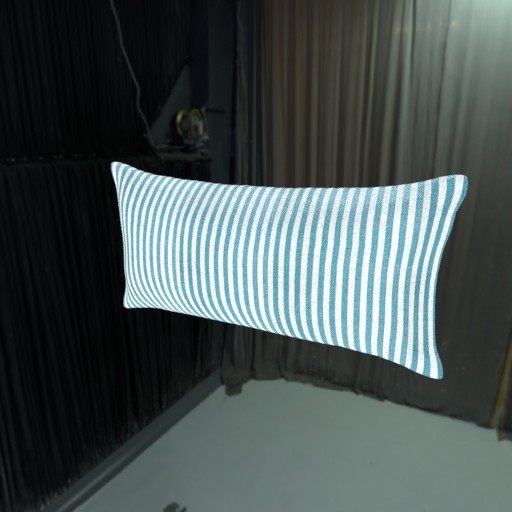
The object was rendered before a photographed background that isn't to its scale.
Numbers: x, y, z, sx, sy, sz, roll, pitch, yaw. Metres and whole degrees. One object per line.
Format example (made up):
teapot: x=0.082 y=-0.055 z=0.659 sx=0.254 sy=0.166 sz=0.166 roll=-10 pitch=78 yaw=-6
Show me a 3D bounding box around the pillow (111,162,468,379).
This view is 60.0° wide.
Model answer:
pillow: x=0.000 y=0.000 z=0.746 sx=0.617 sy=0.295 sz=0.151 roll=8 pitch=17 yaw=26
